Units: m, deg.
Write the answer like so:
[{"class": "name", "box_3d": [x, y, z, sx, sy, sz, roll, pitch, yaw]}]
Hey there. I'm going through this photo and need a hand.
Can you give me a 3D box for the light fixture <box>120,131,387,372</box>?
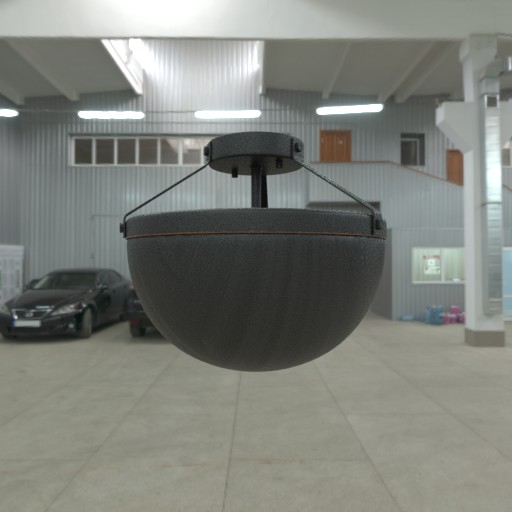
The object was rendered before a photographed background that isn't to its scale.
[{"class": "light fixture", "box_3d": [0.000, 0.000, 0.536, 0.304, 0.269, 0.304, 0, -1, 0]}]
